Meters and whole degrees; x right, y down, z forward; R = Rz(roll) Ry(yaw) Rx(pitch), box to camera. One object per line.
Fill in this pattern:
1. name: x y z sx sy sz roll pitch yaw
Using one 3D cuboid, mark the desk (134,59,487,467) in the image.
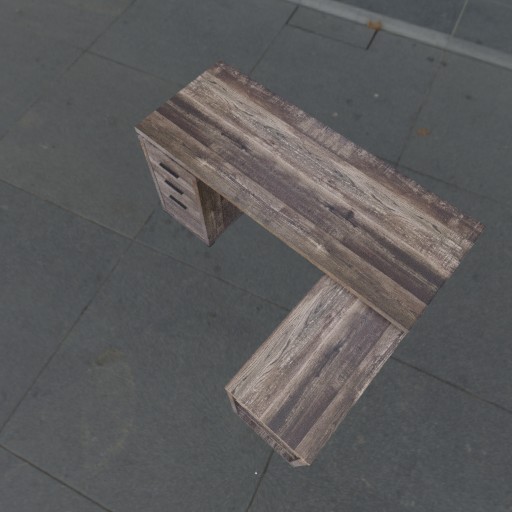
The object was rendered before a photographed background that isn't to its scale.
1. desk: 0.000 0.000 2.220 1.524 0.753 1.200 38 70 17
